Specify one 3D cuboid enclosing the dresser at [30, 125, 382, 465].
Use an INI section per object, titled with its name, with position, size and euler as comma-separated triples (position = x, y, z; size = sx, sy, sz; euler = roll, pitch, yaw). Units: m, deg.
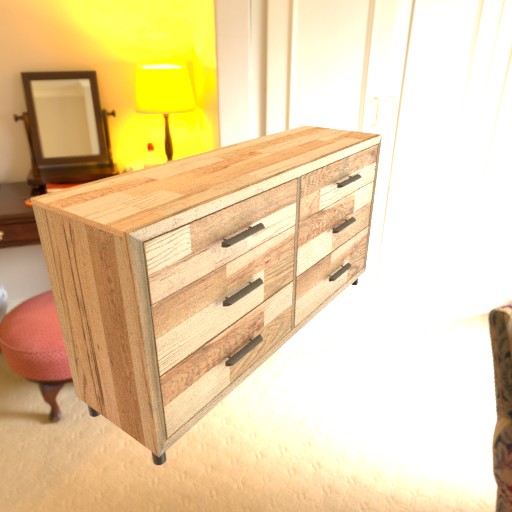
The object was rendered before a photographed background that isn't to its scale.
[dresser]
position = 0.000, 0.000, 1.898
size = 0.487, 0.834, 1.547
euler = 18, 31, 32
